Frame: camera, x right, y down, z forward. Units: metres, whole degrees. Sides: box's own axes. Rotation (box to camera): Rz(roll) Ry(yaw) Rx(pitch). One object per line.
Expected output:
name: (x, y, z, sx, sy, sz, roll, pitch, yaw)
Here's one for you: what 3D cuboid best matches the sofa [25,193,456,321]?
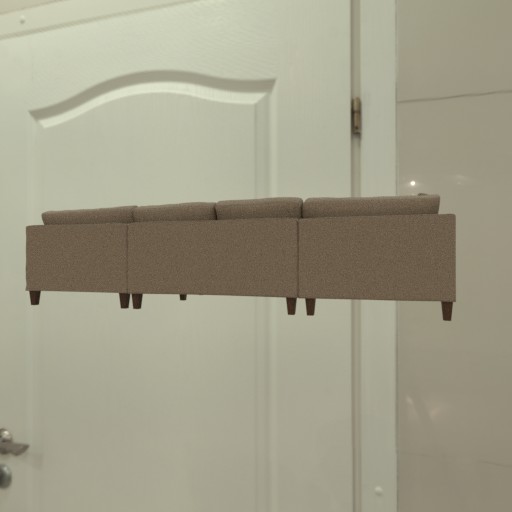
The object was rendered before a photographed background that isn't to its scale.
sofa: (0.000, 0.000, 4.459, 3.438, 0.865, 2.424, 0, -1, 18)
